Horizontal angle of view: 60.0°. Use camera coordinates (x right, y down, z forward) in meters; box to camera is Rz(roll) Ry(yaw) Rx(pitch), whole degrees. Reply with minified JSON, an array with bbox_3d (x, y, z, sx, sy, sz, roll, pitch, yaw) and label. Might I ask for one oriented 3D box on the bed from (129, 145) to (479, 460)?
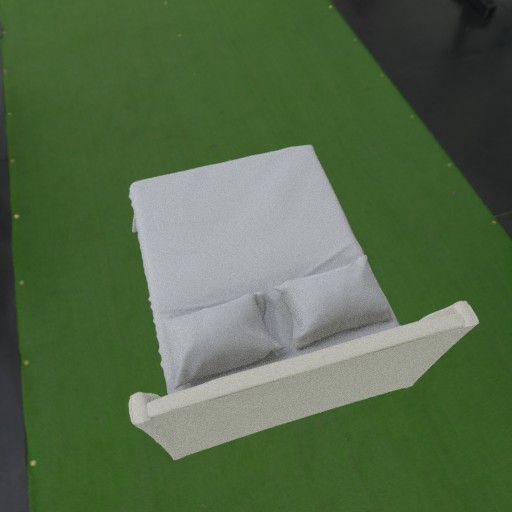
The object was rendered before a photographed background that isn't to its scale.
[{"bbox_3d":[0.000,0.000,3.384,1.925,1.332,2.276,-14,60,-8],"label":"bed"}]
